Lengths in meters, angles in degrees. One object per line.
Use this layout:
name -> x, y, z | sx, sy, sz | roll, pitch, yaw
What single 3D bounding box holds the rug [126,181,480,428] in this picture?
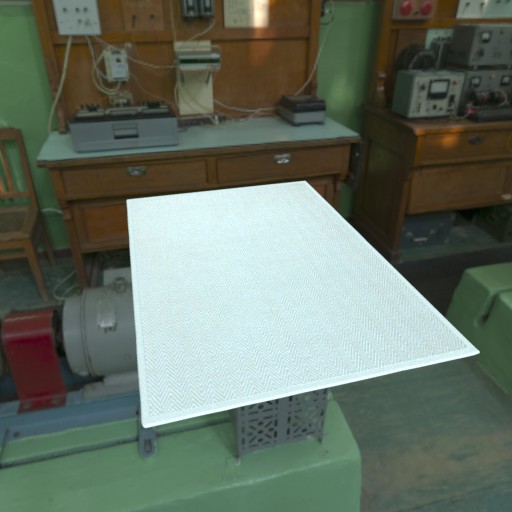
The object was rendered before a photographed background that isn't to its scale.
rug -> 0.000, 0.000, 2.801 | 1.532, 0.017, 2.244 | -8, 32, -13
